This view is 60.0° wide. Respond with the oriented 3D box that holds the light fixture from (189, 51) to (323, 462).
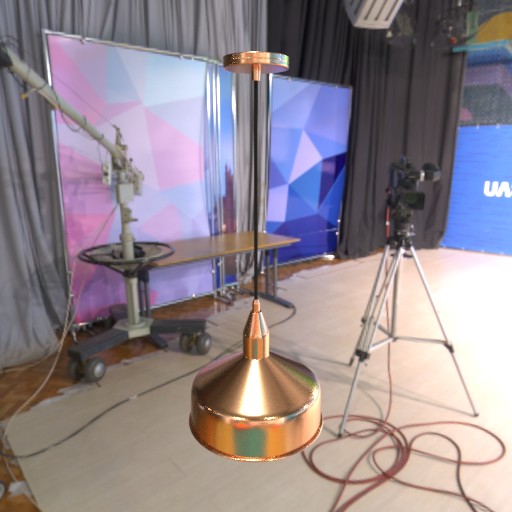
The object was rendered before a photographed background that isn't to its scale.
[{"bbox_3d":[0.000,0.000,0.911,0.301,0.754,0.301,3,15,10],"label":"light fixture"}]
